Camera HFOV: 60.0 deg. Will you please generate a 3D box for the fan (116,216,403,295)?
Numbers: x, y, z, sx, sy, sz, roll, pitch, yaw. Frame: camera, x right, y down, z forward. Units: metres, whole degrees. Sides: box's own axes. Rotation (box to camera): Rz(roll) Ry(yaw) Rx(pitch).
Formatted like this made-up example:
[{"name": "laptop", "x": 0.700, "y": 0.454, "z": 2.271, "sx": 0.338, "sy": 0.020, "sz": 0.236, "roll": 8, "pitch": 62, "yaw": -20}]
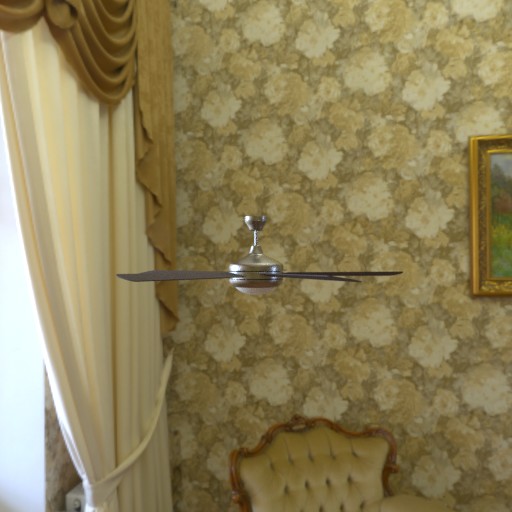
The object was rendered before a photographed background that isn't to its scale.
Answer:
[{"name": "fan", "x": 0.000, "y": 0.000, "z": 2.020, "sx": 1.321, "sy": 0.356, "sz": 1.321, "roll": 1, "pitch": -1, "yaw": -35}]
